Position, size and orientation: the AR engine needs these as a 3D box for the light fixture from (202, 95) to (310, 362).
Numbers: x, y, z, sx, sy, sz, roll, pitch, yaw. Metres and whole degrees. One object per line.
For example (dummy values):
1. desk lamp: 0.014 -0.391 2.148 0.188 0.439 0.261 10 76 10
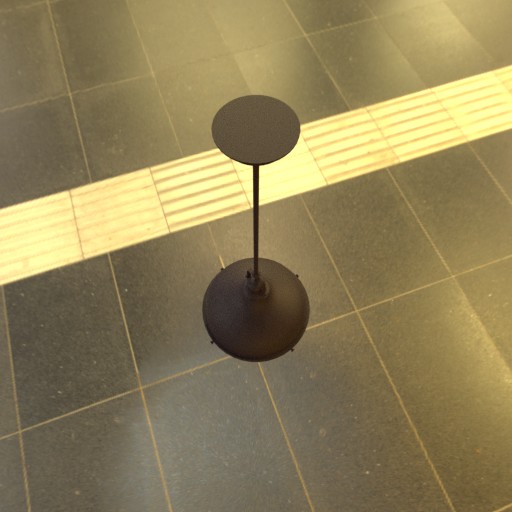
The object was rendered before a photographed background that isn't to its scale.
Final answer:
1. light fixture: 0.000 0.000 1.028 0.341 0.849 0.341 -36 69 -16
